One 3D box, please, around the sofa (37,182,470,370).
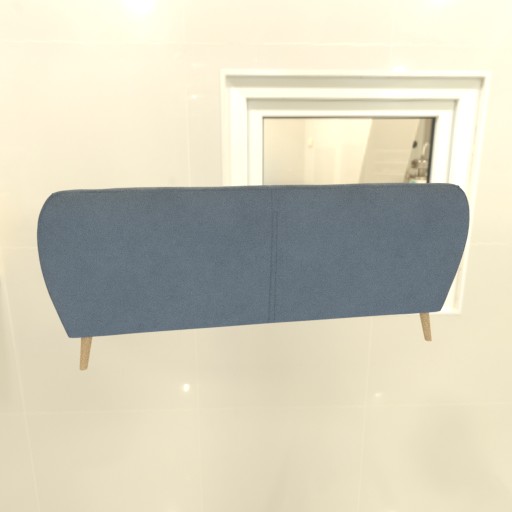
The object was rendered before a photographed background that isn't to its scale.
[{"bbox_3d":[0.000,0.000,2.401,1.975,0.832,0.841,-3,15,-10],"label":"sofa"}]
